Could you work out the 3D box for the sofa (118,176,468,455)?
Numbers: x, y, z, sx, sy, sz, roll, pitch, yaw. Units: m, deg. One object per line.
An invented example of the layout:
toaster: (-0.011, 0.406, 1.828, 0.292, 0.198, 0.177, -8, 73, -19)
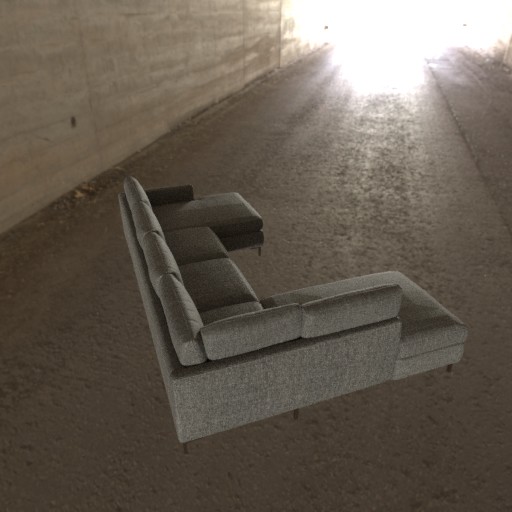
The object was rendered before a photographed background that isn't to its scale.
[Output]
sofa: (0.000, 0.000, 3.602, 1.879, 0.756, 2.737, -10, 31, -18)
